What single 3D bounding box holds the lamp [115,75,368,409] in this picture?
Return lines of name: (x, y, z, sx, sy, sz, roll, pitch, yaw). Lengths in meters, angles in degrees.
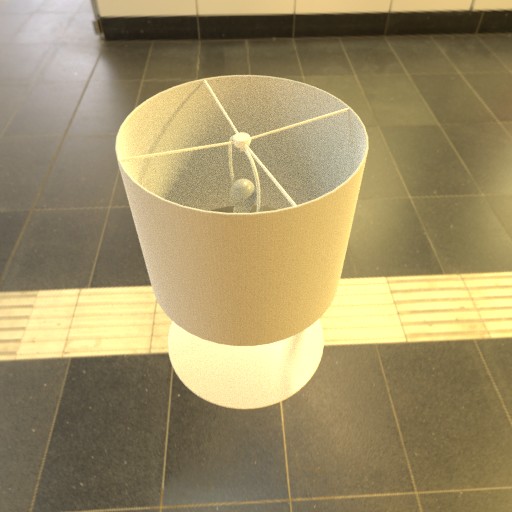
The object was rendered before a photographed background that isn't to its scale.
lamp: (0.000, 0.000, 0.703, 0.341, 0.454, 0.299, -17, 49, -15)
